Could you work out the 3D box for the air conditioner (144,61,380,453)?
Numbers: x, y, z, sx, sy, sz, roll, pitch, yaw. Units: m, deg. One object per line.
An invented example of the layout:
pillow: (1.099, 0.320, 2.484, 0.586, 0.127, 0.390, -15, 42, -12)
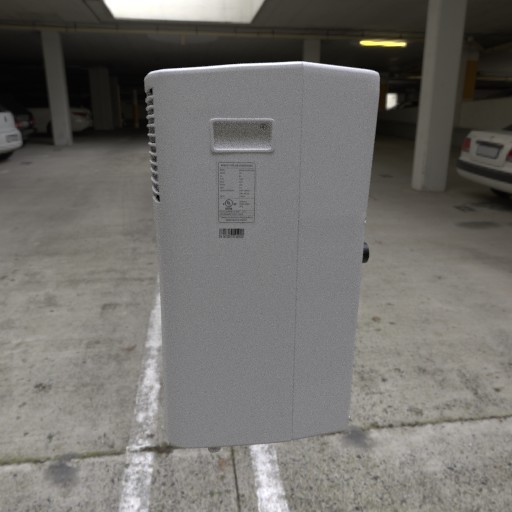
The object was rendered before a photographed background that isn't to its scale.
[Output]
air conditioner: (0.000, 0.000, 0.792, 0.349, 0.606, 0.304, -2, 16, -8)
